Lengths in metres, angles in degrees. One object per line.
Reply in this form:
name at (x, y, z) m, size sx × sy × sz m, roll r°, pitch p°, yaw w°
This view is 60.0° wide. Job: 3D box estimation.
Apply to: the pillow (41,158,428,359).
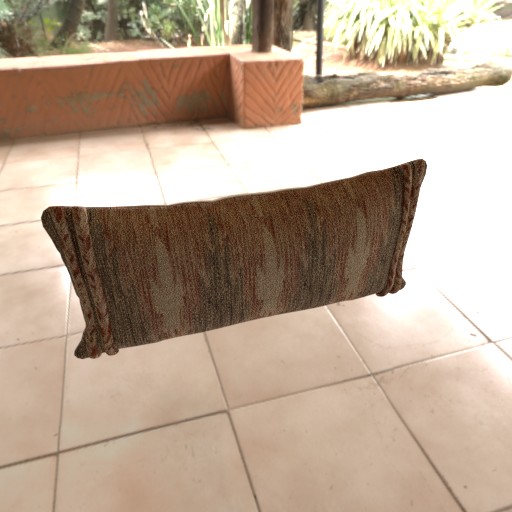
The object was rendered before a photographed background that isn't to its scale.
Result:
pillow at (0.000, 0.000, 0.749) m, size 0.635 × 0.282 × 0.139 m, roll -10°, pitch 34°, yaw -15°
